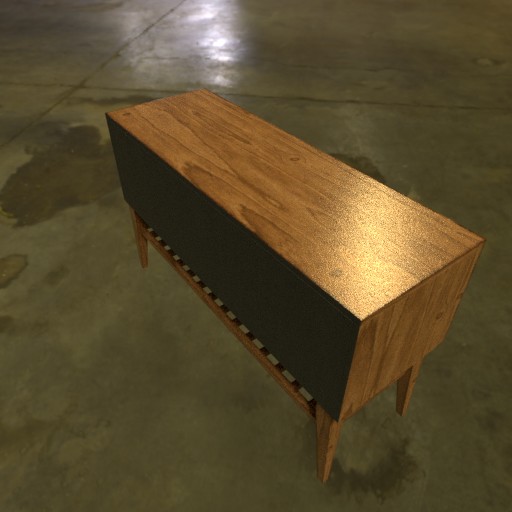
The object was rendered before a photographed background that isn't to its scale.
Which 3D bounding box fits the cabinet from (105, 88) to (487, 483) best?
[{"bbox_3d":[0.000,0.000,1.703,0.477,0.802,1.363,-26,46,-27],"label":"cabinet"}]
